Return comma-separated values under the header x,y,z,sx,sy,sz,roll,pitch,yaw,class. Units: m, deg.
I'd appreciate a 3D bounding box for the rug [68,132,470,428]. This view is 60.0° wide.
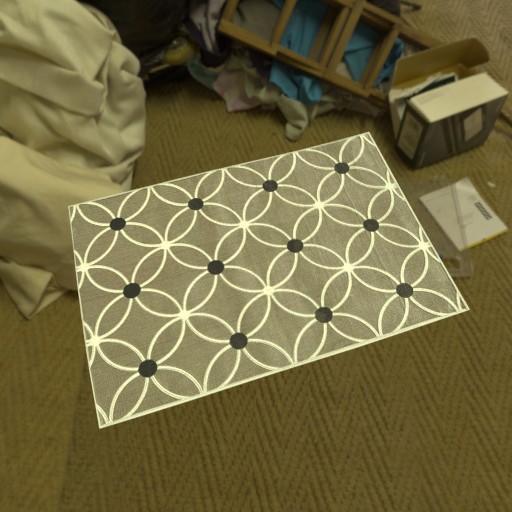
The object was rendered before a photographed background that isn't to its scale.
x,y,z,sx,sy,sz,roll,pitch,yaw,class
0.000,0.000,2.900,2.284,0.008,1.522,-16,64,-8,rug
